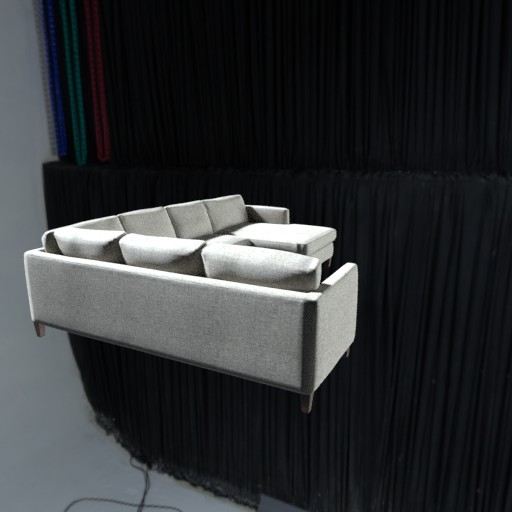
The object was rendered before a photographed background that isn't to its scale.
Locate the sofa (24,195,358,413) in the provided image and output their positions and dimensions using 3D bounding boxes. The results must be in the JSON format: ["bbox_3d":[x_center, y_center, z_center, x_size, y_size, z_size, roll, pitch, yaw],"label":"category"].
[{"bbox_3d":[0.000,0.000,4.598,2.593,0.959,3.460,7,15,26],"label":"sofa"}]
